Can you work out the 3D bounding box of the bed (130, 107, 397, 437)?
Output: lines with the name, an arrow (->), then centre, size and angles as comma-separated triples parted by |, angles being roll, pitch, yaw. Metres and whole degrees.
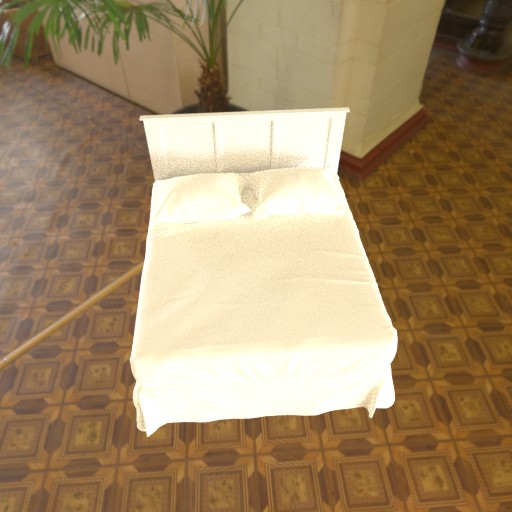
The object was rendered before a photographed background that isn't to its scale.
bed -> 0.000, 0.000, 3.268 | 1.876, 1.269, 2.047 | -3, 46, -3
